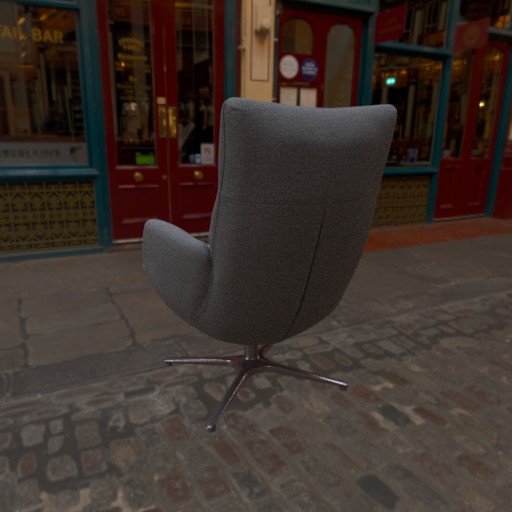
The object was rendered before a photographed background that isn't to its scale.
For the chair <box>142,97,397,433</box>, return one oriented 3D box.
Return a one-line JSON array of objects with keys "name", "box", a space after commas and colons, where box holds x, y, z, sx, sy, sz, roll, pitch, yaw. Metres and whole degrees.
[{"name": "chair", "box": [0.000, 0.000, 1.564, 0.702, 0.984, 0.831, -7, 16, -26]}]
